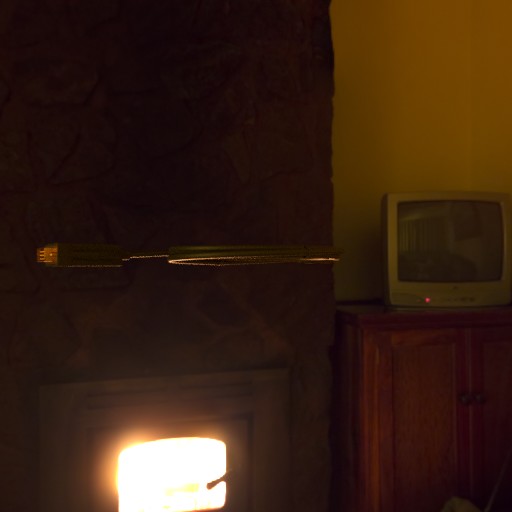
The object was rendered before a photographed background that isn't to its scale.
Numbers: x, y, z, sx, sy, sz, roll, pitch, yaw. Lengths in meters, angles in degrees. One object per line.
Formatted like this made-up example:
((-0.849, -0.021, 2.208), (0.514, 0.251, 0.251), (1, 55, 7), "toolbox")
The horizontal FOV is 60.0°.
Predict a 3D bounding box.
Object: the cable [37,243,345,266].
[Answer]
((0.000, 0.000, 0.335), (0.281, 0.015, 0.136), (1, -1, -36), "cable")
